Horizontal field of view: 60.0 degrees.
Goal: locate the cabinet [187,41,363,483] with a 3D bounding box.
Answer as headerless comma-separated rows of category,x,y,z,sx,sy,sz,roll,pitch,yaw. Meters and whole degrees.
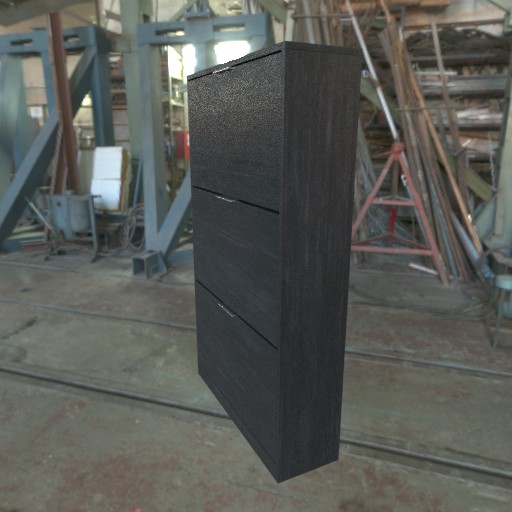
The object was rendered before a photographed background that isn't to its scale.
cabinet,0.000,0.000,1.600,0.250,1.280,0.750,-8,17,-26
